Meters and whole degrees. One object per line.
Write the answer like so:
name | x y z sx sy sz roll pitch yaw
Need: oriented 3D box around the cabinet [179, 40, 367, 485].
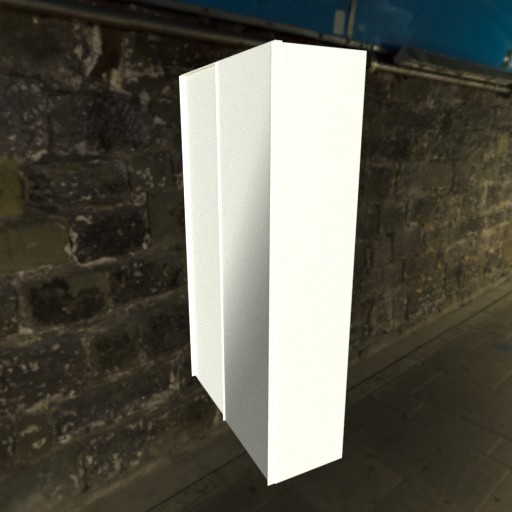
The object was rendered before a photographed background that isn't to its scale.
cabinet | 0.000 0.000 2.698 0.480 2.160 1.250 -8 17 -26
